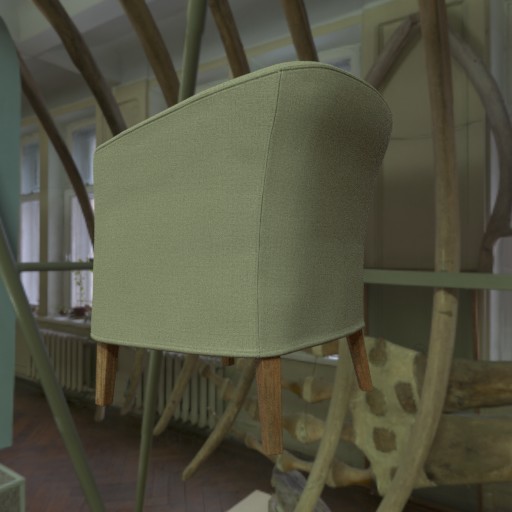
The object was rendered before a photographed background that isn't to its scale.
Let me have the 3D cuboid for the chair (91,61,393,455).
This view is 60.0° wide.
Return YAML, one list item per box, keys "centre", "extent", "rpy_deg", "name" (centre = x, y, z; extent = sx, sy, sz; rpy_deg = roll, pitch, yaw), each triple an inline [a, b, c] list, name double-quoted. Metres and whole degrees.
- centre: [0.000, 0.000, 1.198]
  extent: [0.668, 0.771, 0.600]
  rpy_deg: [0, -1, 35]
  name: "chair"
